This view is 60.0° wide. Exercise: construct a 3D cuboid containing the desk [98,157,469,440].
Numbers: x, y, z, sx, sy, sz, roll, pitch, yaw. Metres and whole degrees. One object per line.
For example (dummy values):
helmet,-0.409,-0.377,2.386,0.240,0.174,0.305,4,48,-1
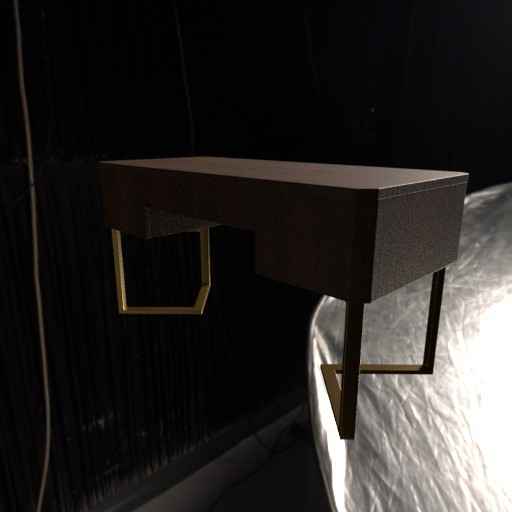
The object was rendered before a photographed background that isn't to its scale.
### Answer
desk,0.000,0.000,1.917,0.684,0.762,1.479,-15,21,-43
